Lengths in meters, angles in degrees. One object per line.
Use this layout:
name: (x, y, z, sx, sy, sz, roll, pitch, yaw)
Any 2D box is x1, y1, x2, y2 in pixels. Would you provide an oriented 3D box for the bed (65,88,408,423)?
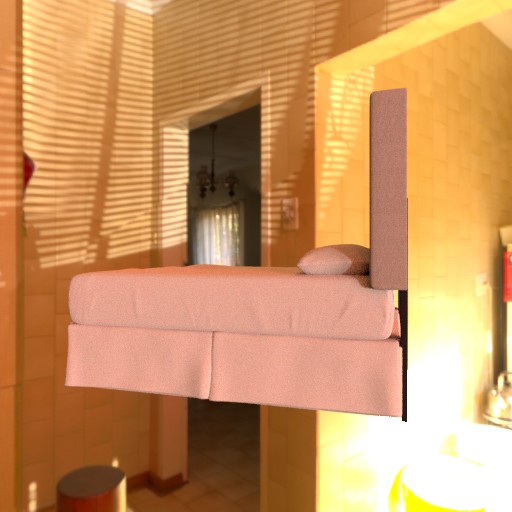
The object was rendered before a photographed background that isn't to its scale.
bed: (0.000, 0.000, 3.254, 2.066, 1.665, 1.719, 0, 0, 17)
